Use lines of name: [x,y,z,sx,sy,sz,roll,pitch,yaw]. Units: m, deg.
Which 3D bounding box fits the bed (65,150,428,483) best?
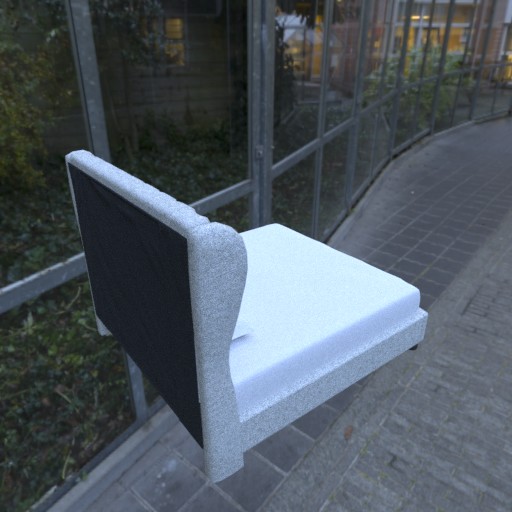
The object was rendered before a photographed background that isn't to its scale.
bed: [0.000,0.000,3.877,2.347,1.771,2.219,-19,32,-33]
